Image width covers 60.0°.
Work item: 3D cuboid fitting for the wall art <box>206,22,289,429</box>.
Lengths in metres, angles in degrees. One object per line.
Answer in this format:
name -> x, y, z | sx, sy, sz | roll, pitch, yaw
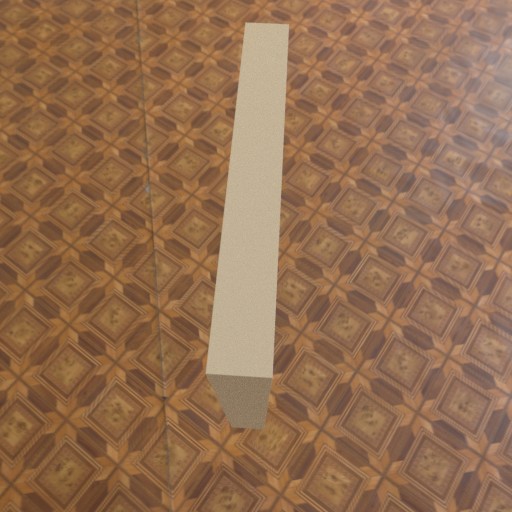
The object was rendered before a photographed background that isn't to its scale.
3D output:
wall art -> 0.000, 0.000, 0.457 | 0.038, 0.304, 0.305 | 3, 64, 2
